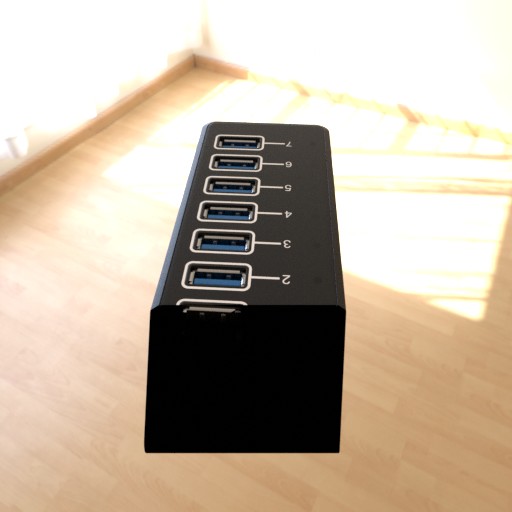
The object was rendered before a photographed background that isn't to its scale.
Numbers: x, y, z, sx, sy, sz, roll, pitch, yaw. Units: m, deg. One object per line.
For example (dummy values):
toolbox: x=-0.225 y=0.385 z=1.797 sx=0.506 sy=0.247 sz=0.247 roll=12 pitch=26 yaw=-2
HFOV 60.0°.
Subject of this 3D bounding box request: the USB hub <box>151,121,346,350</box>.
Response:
USB hub: x=0.000 y=0.000 z=0.126 sx=0.044 sy=0.023 sz=0.110 roll=3 pitch=47 yaw=3
